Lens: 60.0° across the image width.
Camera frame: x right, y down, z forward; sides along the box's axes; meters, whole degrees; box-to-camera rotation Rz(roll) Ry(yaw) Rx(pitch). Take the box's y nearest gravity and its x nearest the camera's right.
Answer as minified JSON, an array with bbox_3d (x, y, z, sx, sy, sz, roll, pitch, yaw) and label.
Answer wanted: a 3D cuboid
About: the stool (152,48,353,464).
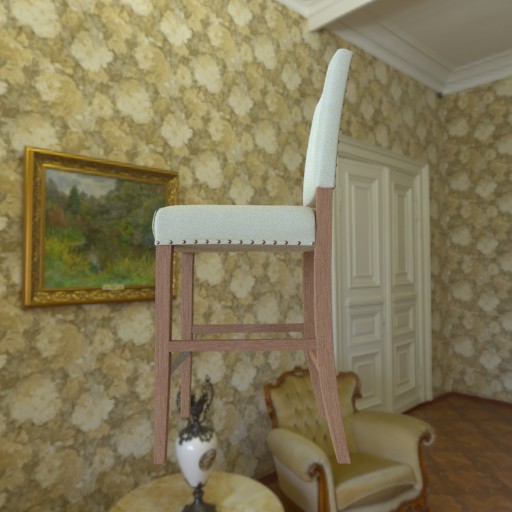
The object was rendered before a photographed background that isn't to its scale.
[{"bbox_3d":[0.000,0.000,1.459,0.584,1.168,0.445,0,-2,1],"label":"stool"}]
